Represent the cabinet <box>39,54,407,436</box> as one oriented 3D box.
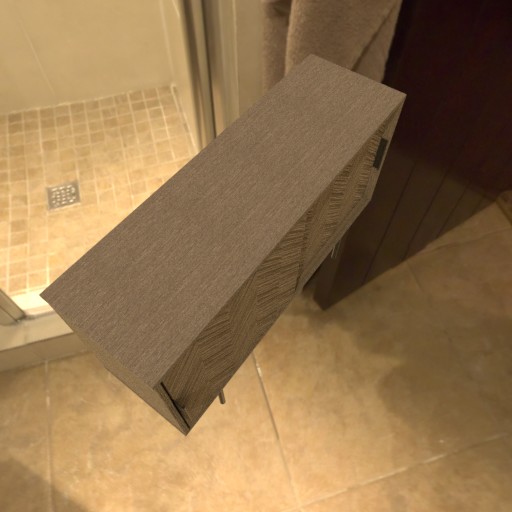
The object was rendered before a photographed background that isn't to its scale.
[{"bbox_3d":[0.000,0.000,1.581,0.405,0.787,1.194,32,63,19],"label":"cabinet"}]
